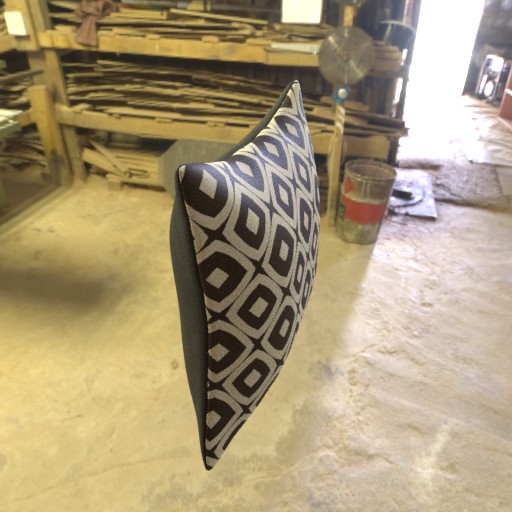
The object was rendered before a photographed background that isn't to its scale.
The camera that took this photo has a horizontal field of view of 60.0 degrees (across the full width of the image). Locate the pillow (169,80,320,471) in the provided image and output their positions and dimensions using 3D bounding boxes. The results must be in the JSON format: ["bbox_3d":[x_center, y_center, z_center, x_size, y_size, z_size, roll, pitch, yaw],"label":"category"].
[{"bbox_3d":[0.000,0.000,0.767,0.188,0.494,0.504,9,32,15],"label":"pillow"}]
